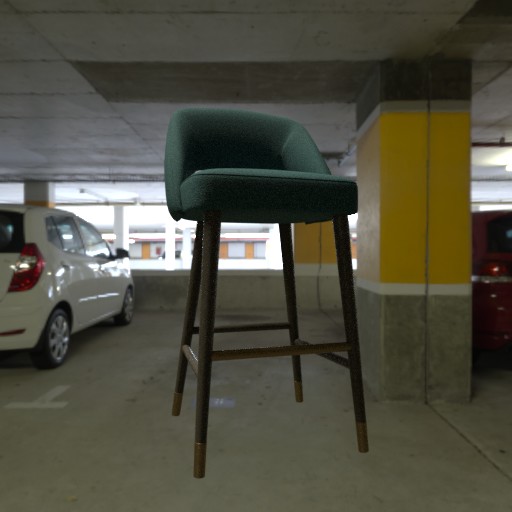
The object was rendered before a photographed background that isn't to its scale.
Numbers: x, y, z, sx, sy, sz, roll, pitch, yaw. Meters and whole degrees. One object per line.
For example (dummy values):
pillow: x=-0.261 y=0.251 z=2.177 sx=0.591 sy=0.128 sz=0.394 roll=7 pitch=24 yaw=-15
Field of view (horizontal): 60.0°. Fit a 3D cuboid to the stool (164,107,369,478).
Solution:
stool: x=0.000 y=0.000 z=1.338 sx=0.536 sy=1.032 sz=0.522 roll=0 pitch=0 yaw=-18
